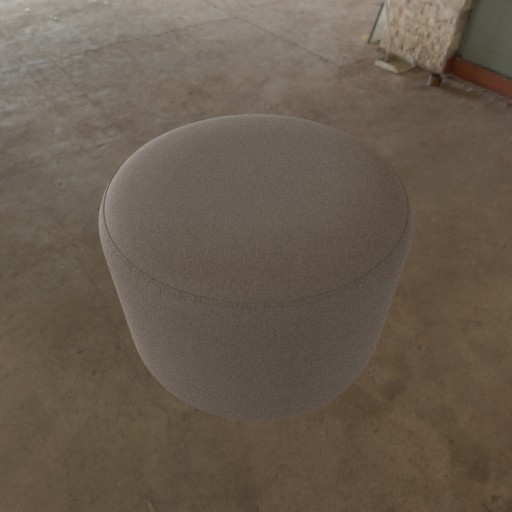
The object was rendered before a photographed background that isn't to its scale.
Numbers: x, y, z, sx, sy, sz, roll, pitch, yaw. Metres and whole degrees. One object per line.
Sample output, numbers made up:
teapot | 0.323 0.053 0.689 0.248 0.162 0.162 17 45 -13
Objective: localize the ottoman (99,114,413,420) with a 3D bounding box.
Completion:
ottoman | 0.000 0.000 0.989 0.608 0.433 0.608 0 45 0
